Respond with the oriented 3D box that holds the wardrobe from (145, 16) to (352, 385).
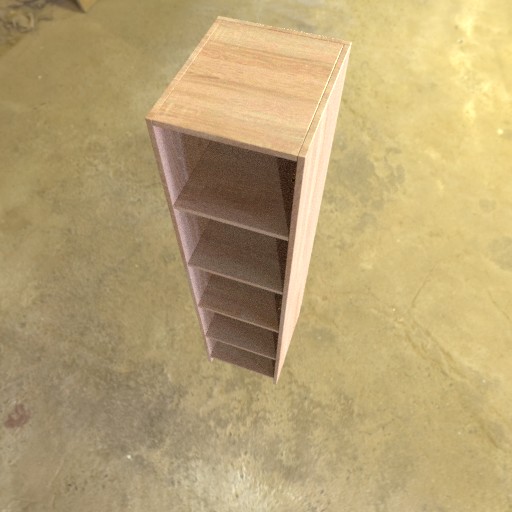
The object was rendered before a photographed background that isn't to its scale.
[{"bbox_3d":[0.000,0.000,2.310,0.496,2.117,0.588,16,59,10],"label":"wardrobe"}]
